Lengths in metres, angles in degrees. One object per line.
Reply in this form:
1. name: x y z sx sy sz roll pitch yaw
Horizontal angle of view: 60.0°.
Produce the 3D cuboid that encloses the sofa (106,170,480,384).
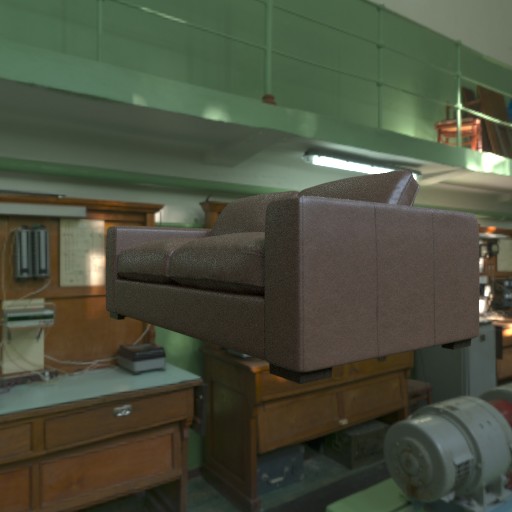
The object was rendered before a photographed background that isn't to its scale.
1. sofa: 0.000 0.000 2.407 1.070 0.800 1.920 0 0 -36
